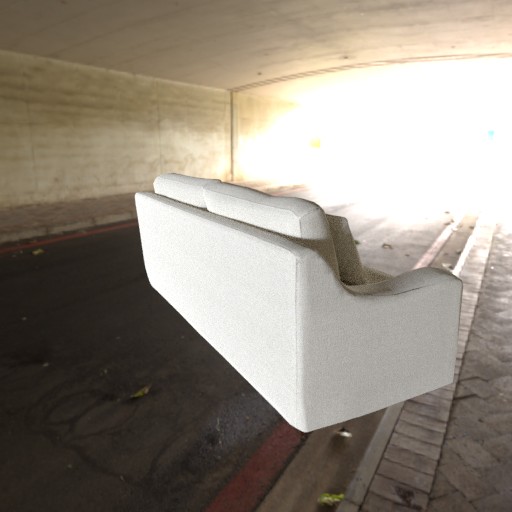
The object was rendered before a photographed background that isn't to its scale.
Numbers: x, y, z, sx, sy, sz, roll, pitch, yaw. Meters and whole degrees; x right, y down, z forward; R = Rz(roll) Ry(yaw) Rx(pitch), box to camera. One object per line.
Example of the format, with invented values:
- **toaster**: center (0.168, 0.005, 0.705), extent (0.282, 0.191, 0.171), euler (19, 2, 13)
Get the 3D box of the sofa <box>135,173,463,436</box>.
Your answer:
- **sofa**: center (0.000, 0.000, 2.969), extent (1.009, 1.022, 2.470), euler (-7, 16, -27)
